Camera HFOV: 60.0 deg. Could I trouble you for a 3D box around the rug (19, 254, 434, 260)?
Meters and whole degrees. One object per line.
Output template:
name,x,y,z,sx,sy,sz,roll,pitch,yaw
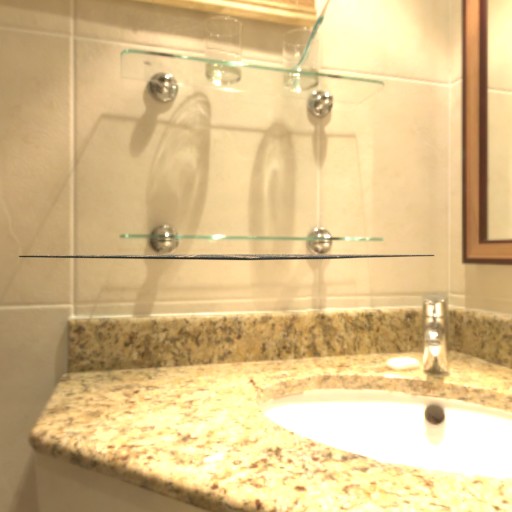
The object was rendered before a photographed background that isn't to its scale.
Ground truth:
rug,0.000,0.000,4.291,2.432,0.018,3.342,0,1,37
